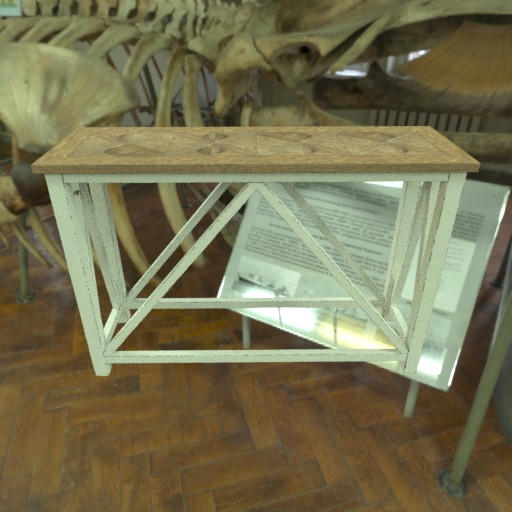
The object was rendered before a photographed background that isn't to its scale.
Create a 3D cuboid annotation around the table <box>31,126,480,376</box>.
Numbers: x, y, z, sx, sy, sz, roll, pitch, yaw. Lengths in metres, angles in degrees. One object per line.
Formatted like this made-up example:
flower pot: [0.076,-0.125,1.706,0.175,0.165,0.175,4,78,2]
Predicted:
table: [0.000,0.000,1.808,1.400,0.930,0.450,0,31,-1]
